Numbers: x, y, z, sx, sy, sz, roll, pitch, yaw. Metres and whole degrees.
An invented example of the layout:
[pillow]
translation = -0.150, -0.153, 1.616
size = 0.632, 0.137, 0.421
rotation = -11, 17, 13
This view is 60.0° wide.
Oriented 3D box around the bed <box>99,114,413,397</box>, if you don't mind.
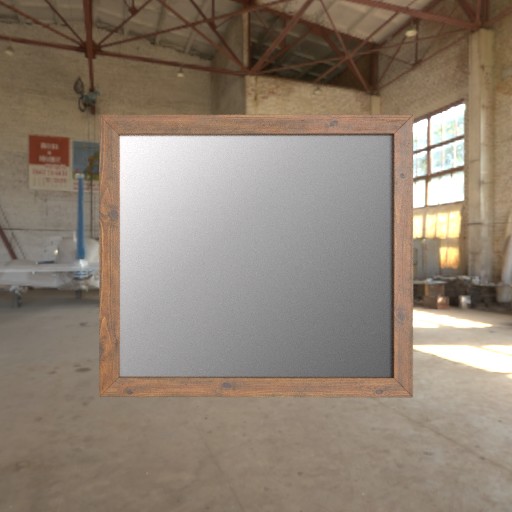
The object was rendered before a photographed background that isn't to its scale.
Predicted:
[bed]
translation = 0.000, 0.000, 1.500
size = 1.046, 0.942, 0.046
rotation = 0, 0, 0
